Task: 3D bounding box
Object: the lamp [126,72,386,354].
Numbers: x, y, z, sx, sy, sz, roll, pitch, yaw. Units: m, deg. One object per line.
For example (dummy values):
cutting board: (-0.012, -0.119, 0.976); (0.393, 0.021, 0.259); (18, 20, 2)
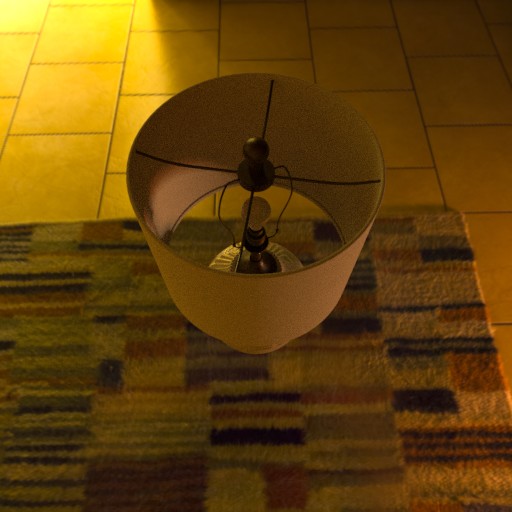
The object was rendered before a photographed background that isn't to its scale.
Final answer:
lamp: (0.000, 0.000, 0.765); (0.318, 0.567, 0.318); (0, 62, 0)
